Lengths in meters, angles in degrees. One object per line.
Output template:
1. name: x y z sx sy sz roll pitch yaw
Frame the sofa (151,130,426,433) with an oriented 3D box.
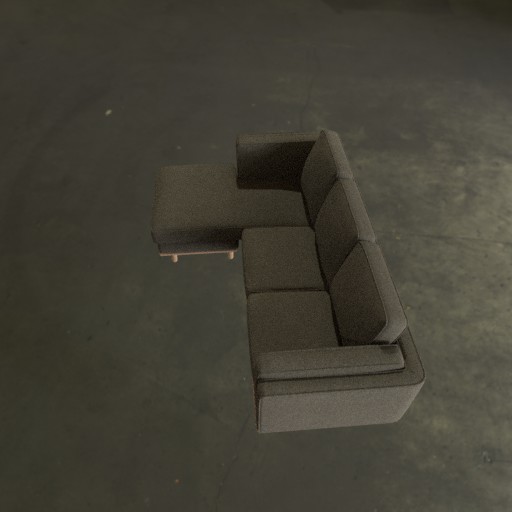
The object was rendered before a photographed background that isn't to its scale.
1. sofa: 0.000 0.000 3.214 1.604 0.929 2.411 -3 47 -3
